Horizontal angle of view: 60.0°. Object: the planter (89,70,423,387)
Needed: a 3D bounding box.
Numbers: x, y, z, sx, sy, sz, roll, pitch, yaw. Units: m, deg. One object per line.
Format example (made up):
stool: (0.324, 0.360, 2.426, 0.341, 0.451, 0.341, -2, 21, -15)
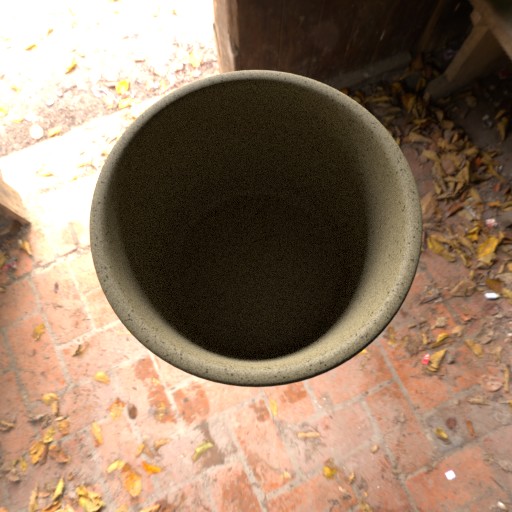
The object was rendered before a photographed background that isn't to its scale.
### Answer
planter: (0.000, 0.000, 0.415, 0.228, 0.235, 0.228, 0, 76, 0)
